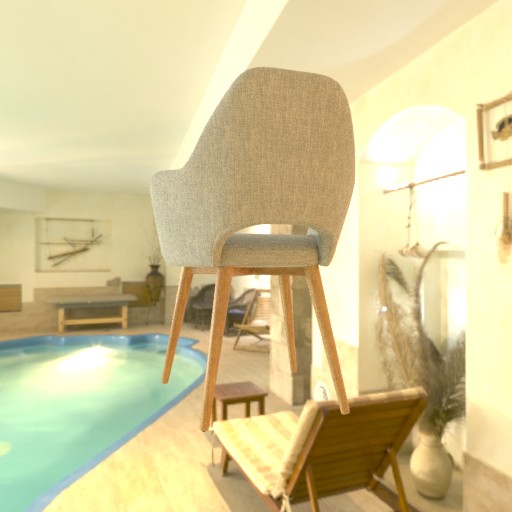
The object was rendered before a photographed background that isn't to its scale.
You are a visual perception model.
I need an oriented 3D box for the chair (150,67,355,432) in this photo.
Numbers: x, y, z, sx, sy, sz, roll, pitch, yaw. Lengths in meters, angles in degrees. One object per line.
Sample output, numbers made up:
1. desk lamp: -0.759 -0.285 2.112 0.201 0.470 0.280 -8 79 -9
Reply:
1. chair: 0.000 0.000 1.276 0.590 0.840 0.610 0 0 -18
